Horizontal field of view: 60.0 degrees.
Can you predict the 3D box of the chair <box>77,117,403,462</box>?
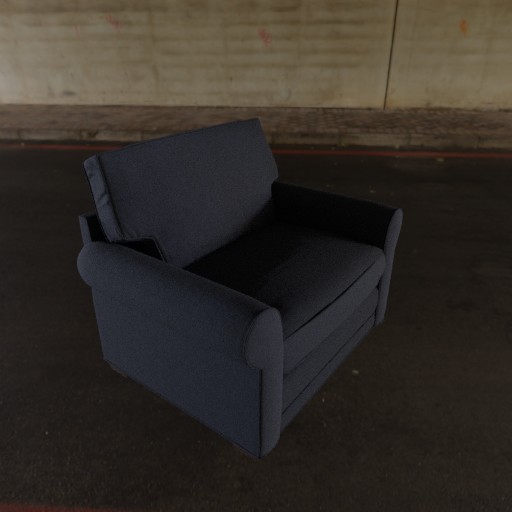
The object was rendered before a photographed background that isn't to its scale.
[{"bbox_3d":[0.000,0.000,2.025,0.963,1.044,1.285,19,32,32],"label":"chair"}]
